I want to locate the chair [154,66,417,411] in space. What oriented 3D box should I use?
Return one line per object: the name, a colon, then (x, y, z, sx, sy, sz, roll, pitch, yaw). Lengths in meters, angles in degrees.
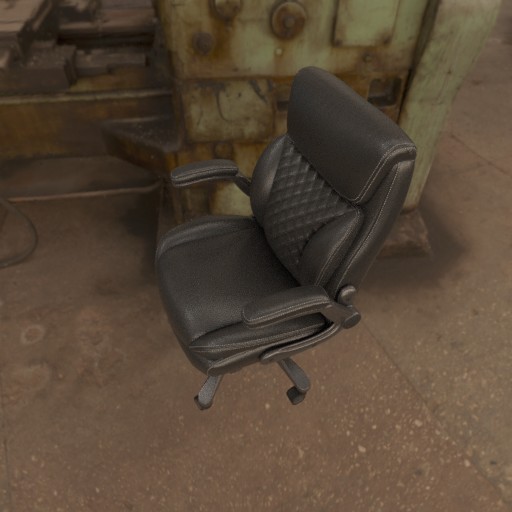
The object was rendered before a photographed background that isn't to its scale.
chair: (0.000, 0.000, 1.604, 0.724, 1.110, 0.782, -18, 49, -16)
